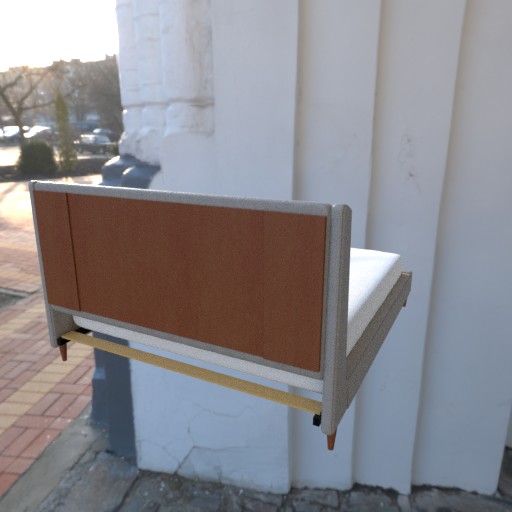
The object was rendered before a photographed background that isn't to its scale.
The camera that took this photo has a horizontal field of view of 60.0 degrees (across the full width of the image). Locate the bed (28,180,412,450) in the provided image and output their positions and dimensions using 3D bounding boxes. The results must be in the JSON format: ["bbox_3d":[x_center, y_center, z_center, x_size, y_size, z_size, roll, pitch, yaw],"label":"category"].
[{"bbox_3d":[0.000,0.000,3.484,2.062,1.289,2.342,8,18,26],"label":"bed"}]
